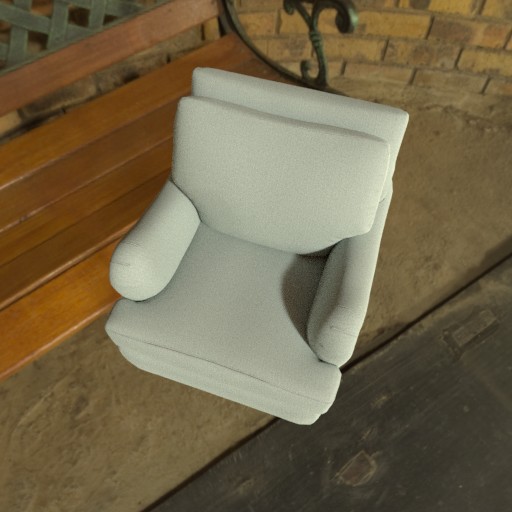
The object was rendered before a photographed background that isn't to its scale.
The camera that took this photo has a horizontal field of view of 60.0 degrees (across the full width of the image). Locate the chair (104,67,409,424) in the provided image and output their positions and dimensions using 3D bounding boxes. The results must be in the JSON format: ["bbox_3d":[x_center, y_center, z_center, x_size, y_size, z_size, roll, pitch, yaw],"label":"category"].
[{"bbox_3d":[0.000,0.000,1.878,0.955,1.038,1.070,16,59,10],"label":"chair"}]
